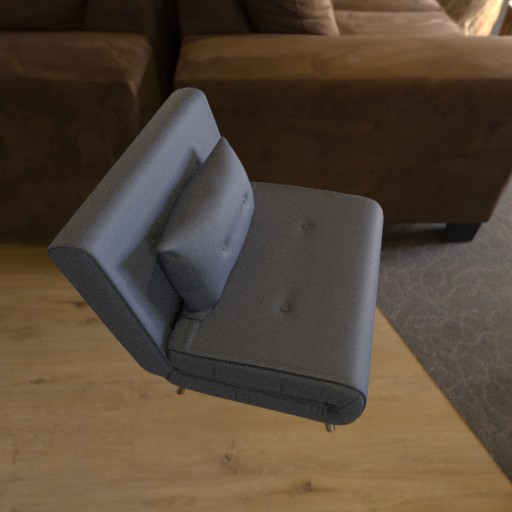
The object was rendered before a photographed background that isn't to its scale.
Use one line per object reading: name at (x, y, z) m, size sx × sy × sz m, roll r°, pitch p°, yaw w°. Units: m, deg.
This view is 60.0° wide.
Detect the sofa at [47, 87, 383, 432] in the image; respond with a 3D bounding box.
sofa at (0.000, 0.000, 1.776) m, size 0.996 × 0.860 × 0.999 m, roll 11°, pitch 48°, yaw 10°
